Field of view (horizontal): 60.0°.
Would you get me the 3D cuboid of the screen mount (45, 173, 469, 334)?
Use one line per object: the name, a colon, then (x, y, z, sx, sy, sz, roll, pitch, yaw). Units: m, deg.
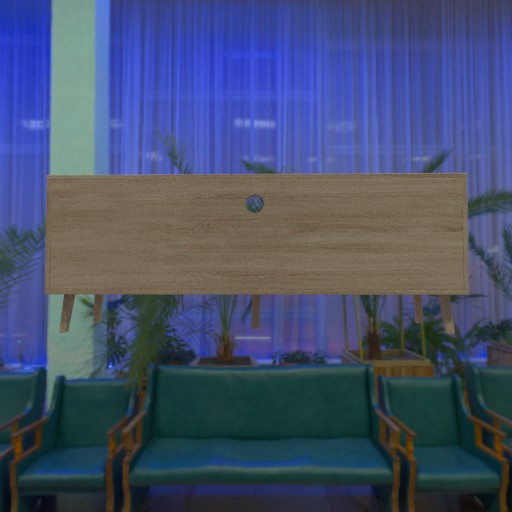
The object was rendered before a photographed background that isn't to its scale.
screen mount: (0.000, 0.000, 1.780, 1.500, 0.570, 0.420, 0, -2, 1)
